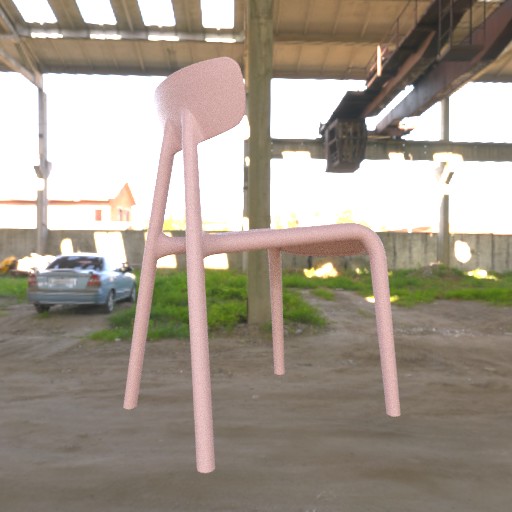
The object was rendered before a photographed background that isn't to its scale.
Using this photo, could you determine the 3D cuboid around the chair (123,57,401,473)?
[{"bbox_3d":[0.000,0.000,0.829,0.401,0.580,0.356,0,1,-35],"label":"chair"}]
